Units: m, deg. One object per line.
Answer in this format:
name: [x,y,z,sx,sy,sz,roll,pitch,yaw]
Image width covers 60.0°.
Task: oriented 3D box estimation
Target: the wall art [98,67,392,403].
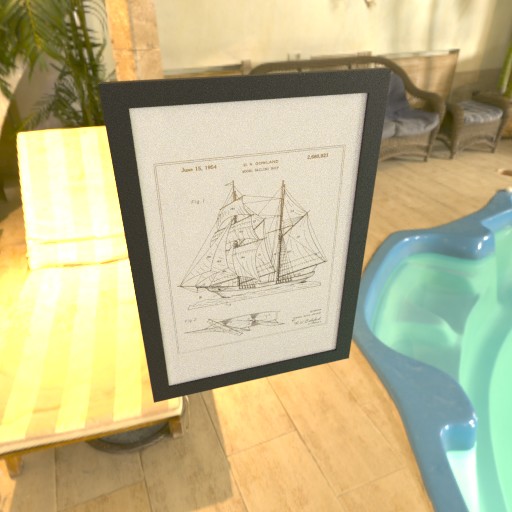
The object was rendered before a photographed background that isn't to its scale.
wall art: [0.000,0.000,0.697,0.381,0.534,0.013,-9,32,-14]
